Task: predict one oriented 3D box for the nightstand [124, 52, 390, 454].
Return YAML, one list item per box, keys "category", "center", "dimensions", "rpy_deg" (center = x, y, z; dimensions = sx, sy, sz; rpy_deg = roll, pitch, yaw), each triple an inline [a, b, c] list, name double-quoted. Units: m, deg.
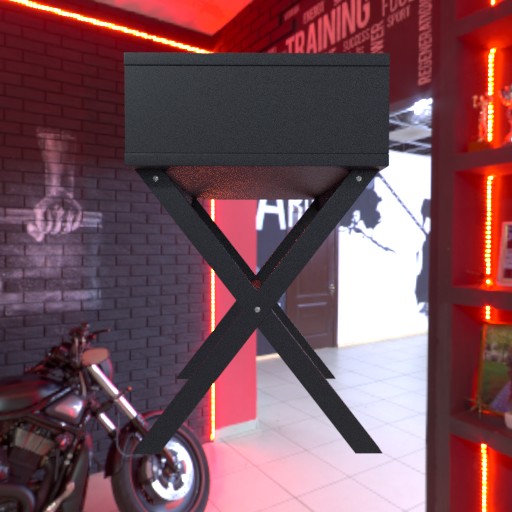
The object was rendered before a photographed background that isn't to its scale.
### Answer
- category: "nightstand"
  center: [0.000, 0.000, 0.913]
  dimensions: [0.402, 0.623, 0.479]
  rpy_deg: [0, 1, 0]
